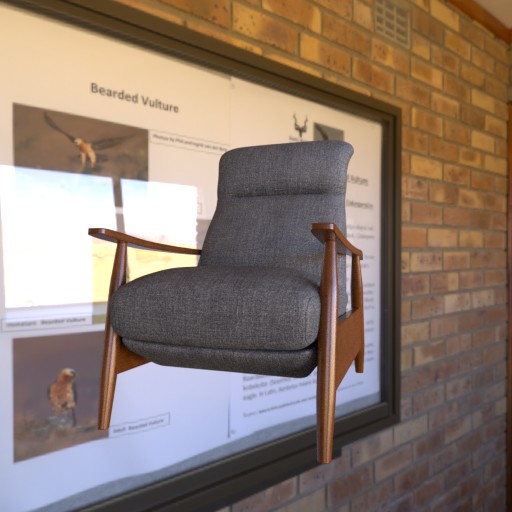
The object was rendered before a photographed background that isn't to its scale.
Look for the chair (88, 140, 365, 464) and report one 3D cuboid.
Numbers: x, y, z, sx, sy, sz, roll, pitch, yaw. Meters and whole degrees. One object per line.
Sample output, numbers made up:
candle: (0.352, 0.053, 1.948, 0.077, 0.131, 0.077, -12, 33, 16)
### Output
chair: (0.000, 0.000, 1.731, 0.762, 1.082, 1.030, 0, 0, 19)
